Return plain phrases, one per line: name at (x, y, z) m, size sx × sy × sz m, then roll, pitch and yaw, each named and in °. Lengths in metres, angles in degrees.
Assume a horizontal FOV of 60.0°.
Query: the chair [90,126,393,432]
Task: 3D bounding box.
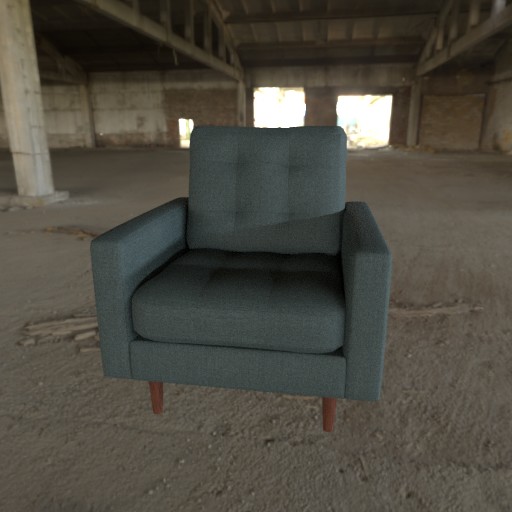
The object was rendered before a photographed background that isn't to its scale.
chair at (0.000, 0.000, 1.562) m, size 0.821 × 0.880 × 0.843 m, roll 3°, pitch 17°, yaw 9°
